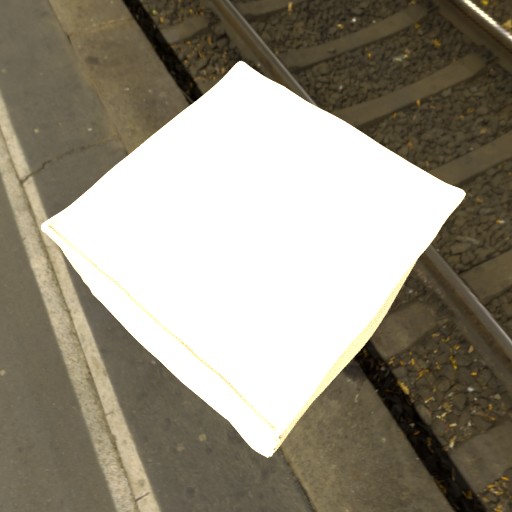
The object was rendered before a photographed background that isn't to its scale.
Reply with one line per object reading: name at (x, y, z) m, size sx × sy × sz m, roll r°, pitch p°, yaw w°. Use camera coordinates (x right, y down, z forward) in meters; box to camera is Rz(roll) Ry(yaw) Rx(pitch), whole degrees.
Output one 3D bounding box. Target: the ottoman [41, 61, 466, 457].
ottoman at (0.000, 0.000, 1.153) m, size 0.696 × 0.470 × 0.707 m, roll 37°, pitch 68°, yaw 17°
